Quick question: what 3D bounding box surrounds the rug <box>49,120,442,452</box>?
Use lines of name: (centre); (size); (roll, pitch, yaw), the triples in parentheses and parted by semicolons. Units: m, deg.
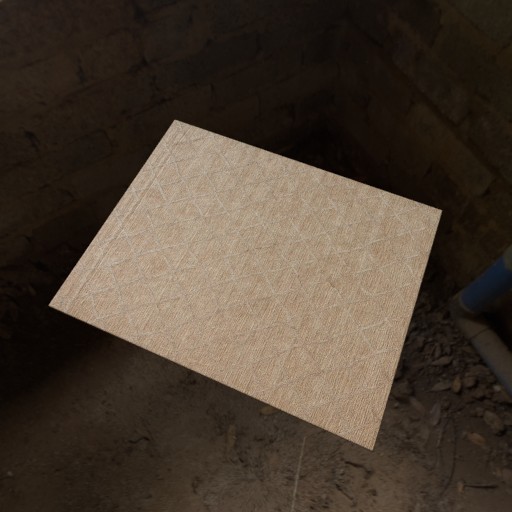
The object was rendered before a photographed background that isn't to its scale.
rug: (0.000, 0.000, 4.233); (3.039, 0.019, 2.420); (21, 65, 10)
